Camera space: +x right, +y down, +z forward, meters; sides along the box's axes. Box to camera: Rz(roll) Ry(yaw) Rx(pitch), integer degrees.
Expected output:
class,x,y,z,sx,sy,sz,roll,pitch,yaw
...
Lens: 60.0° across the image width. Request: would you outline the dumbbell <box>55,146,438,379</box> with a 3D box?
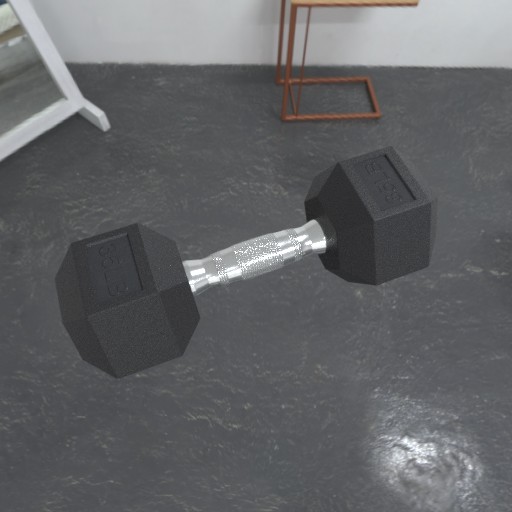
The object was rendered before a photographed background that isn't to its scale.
class,x,y,z,sx,sy,sz,roll,pitch,yaw
dumbbell,0.000,0.000,0.436,0.356,0.123,0.141,-18,63,-10
